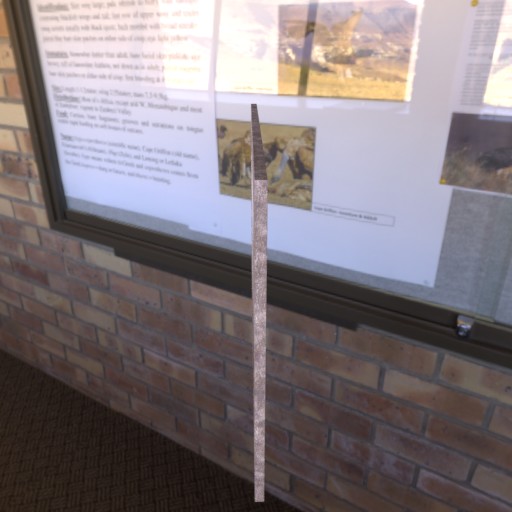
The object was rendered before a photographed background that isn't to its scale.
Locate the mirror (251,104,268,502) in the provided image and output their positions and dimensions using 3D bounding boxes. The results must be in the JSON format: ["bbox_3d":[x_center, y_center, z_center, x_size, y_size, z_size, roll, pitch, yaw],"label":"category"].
[{"bbox_3d":[0.000,0.000,1.401,0.022,0.795,1.101,0,25,-1],"label":"mirror"}]
